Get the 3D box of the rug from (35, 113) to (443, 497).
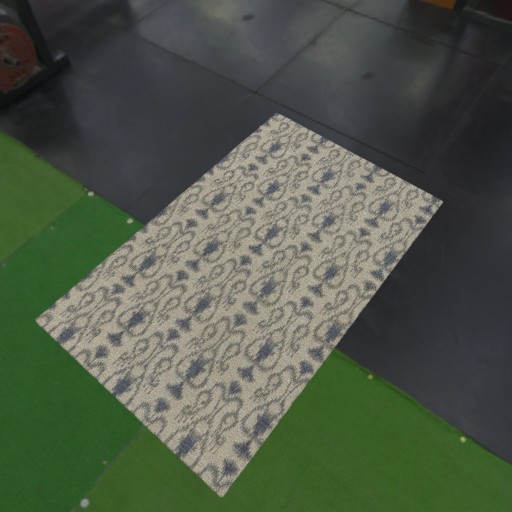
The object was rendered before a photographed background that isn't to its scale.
[{"bbox_3d":[0.000,0.000,2.010,1.035,0.006,1.652,34,64,20],"label":"rug"}]
